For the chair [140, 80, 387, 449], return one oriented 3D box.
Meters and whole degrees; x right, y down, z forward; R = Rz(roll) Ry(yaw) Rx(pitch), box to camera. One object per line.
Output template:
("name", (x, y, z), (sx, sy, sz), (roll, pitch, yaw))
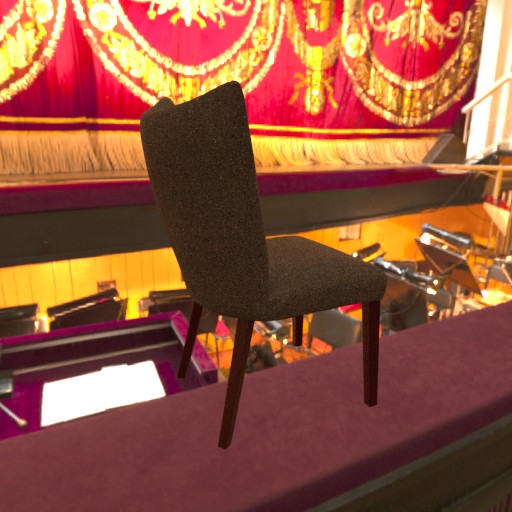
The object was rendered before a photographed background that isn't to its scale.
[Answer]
("chair", (0.000, 0.000, 1.329), (0.623, 0.924, 0.535), (-8, 18, -25))
